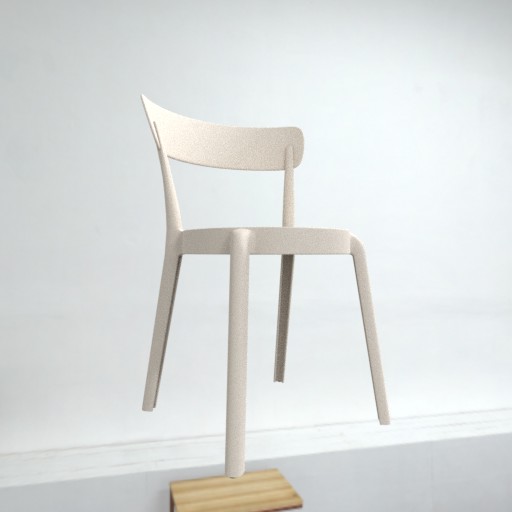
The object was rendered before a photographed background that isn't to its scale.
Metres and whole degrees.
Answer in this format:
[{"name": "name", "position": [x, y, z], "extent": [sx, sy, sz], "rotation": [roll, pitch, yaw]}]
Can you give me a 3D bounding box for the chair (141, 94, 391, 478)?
[{"name": "chair", "position": [0.000, 0.000, 1.110], "extent": [0.506, 0.790, 0.491], "rotation": [0, 1, -35]}]
